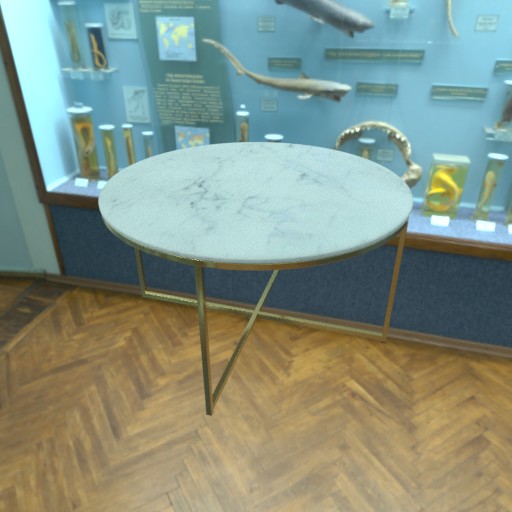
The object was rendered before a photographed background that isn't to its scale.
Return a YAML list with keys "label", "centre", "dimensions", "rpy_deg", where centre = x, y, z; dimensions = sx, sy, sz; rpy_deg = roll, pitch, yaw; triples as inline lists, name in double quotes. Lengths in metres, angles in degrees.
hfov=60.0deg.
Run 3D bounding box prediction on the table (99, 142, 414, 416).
- label: "table"
  centre: [0.000, 0.000, 1.286]
  dimensions: [0.800, 0.450, 0.800]
  rpy_deg: [0, 30, 0]
